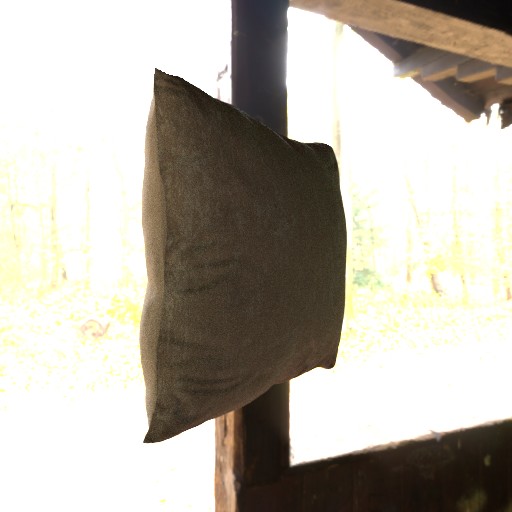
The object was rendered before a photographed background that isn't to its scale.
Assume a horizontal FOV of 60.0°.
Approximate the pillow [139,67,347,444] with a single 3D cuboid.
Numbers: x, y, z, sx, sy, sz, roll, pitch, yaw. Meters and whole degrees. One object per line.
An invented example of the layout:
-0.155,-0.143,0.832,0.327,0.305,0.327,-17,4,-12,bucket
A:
0.000,0.000,0.705,0.245,0.448,0.450,-1,-1,37,pillow
